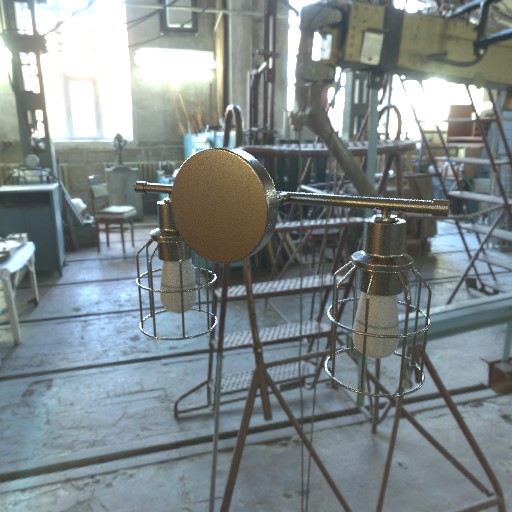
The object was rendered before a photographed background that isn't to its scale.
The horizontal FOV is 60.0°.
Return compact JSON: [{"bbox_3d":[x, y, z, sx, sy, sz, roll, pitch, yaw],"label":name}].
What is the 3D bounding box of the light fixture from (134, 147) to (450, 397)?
[{"bbox_3d":[0.000,0.000,0.529,0.406,0.254,0.165,8,17,27],"label":"light fixture"}]
